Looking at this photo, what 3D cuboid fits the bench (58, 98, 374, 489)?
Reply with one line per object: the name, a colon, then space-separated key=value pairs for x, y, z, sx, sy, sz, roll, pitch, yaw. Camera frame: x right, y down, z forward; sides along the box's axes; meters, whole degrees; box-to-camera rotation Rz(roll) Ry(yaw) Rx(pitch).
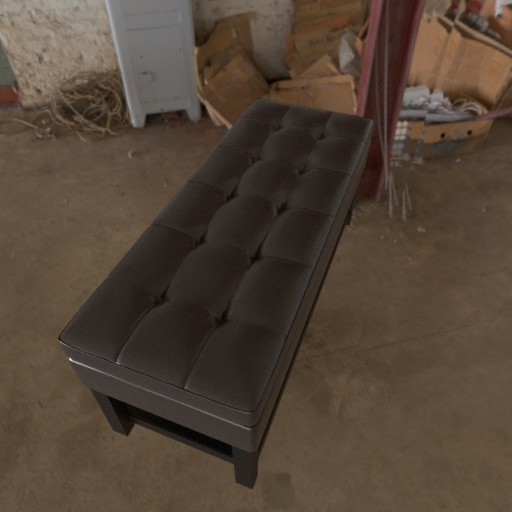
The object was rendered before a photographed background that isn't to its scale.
bench: x=0.000 y=0.000 z=1.322 sx=0.432 sy=0.460 sz=1.105 roll=16 pitch=48 yaw=15
